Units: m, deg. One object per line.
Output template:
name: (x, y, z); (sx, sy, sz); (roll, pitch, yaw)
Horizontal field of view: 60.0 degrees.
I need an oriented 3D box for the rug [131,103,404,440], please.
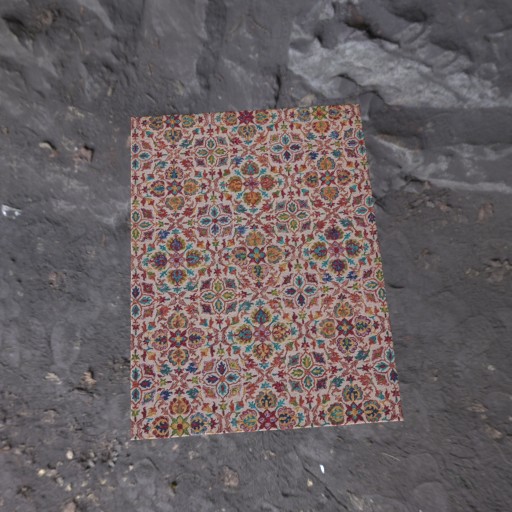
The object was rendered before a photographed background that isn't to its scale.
rug: (0.000, 0.000, 4.342); (2.446, 0.020, 3.215); (-4, 76, -1)
